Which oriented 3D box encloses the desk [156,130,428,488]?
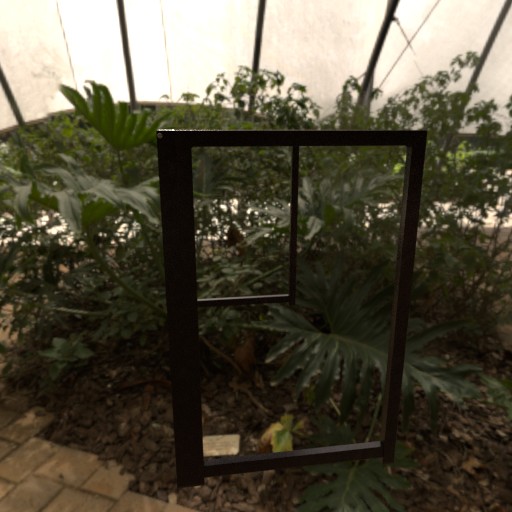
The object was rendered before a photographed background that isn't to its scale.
[{"bbox_3d":[0.000,0.000,1.392,0.508,0.762,1.016,-2,16,-8],"label":"desk"}]
